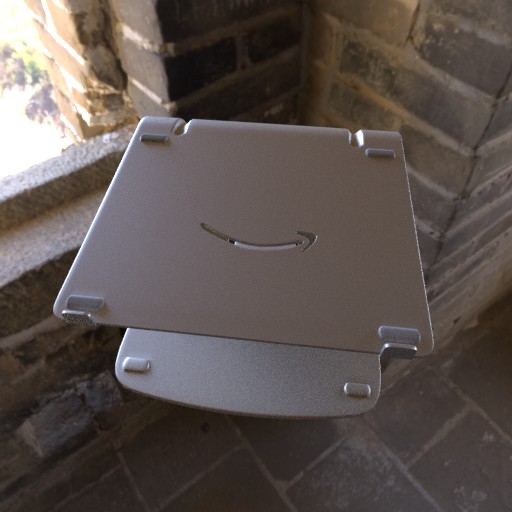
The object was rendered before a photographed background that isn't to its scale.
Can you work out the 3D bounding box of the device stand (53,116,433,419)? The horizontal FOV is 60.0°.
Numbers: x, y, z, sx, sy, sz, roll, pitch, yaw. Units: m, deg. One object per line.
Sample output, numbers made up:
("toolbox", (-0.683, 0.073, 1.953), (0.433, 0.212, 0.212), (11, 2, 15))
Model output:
("device stand", (0.000, 0.000, 0.399), (0.256, 0.155, 0.236), (5, 47, 5))
